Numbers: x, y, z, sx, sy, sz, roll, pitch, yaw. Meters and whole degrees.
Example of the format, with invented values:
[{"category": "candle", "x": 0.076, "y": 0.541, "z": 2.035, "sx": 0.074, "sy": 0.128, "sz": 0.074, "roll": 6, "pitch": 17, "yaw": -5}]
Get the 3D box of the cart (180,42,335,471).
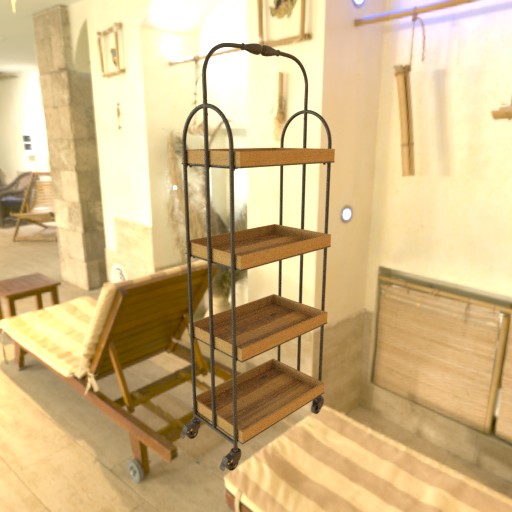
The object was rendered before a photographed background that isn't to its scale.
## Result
[{"category": "cart", "x": 0.000, "y": 0.000, "z": 1.684, "sx": 0.581, "sy": 1.481, "sz": 0.308, "roll": -14, "pitch": 20, "yaw": -42}]
